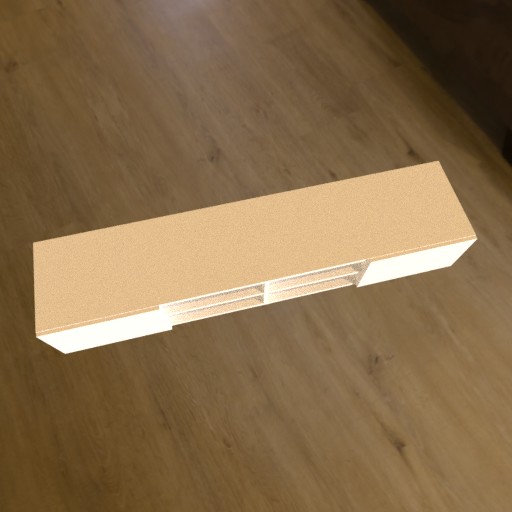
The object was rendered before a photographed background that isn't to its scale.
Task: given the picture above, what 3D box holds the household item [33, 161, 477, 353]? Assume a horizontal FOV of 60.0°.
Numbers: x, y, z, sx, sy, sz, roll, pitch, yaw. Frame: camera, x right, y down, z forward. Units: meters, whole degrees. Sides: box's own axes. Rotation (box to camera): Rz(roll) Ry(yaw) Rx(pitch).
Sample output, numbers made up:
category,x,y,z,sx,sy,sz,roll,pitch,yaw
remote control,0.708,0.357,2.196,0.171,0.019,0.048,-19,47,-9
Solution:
category,x,y,z,sx,sy,sz,roll,pitch,yaw
household item,0.000,0.000,2.030,1.850,0.310,0.420,-12,65,-6
